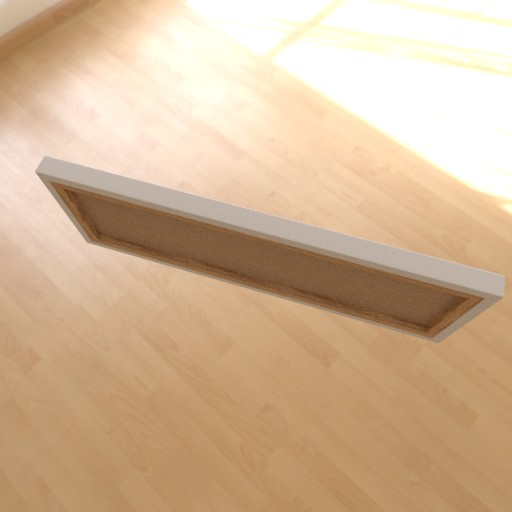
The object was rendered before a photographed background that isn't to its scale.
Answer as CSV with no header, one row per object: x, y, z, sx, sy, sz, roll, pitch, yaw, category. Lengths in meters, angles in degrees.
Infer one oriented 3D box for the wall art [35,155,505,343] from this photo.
0.000,0.000,0.814,0.763,0.255,0.038,15,65,7,wall art
